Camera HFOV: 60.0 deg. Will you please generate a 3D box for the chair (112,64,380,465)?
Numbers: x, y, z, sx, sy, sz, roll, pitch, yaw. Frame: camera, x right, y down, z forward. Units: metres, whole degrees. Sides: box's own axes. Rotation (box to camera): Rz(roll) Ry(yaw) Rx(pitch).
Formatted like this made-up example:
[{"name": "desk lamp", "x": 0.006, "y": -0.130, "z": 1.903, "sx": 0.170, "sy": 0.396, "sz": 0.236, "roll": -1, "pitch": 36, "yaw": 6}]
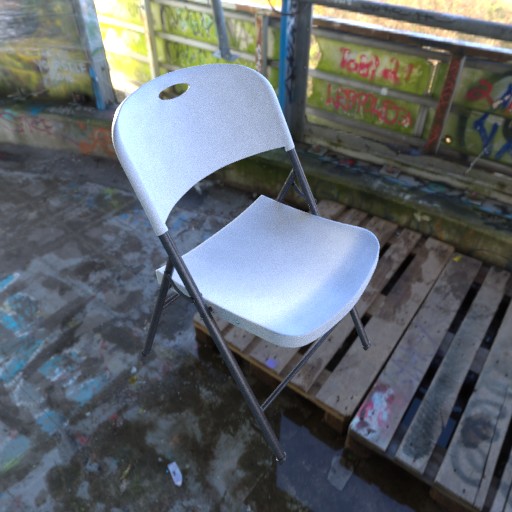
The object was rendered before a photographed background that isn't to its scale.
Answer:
[{"name": "chair", "x": 0.000, "y": 0.000, "z": 1.155, "sx": 0.566, "sy": 0.810, "sz": 0.494, "roll": 28, "pitch": 49, "yaw": 28}]
